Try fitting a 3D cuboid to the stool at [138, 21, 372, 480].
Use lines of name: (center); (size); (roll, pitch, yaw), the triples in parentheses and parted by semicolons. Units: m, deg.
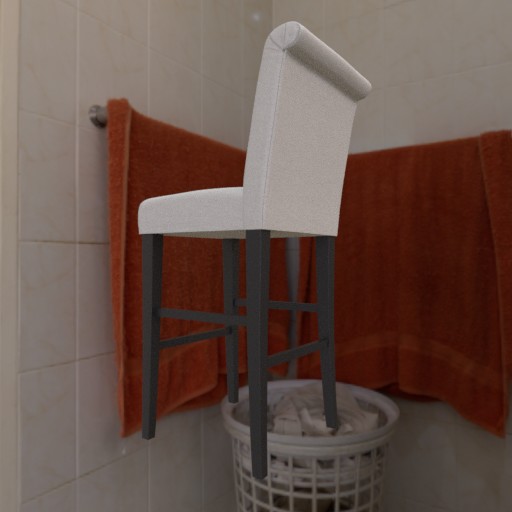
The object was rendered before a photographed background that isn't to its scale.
stool: (0.000, 0.000, 1.390); (0.597, 1.124, 0.452); (0, 0, 36)
